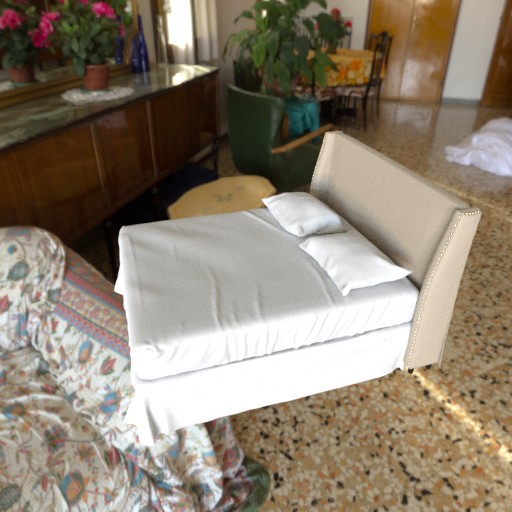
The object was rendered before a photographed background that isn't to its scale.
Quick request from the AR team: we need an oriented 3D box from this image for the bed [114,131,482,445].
[{"bbox_3d":[0.000,0.000,3.463,2.276,1.332,1.925,-9,32,-15],"label":"bed"}]
